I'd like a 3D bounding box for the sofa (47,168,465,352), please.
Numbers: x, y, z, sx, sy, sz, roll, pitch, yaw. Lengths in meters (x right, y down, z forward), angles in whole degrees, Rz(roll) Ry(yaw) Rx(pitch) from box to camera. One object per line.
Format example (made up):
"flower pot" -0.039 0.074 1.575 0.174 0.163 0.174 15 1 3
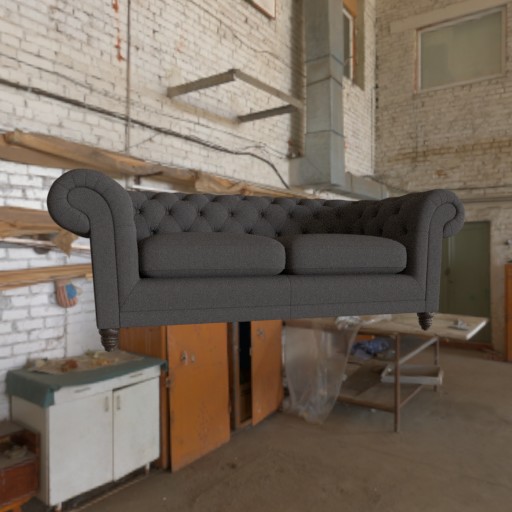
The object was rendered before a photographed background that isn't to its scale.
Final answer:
"sofa" 0.000 0.000 2.446 1.998 0.764 0.986 0 0 -19
